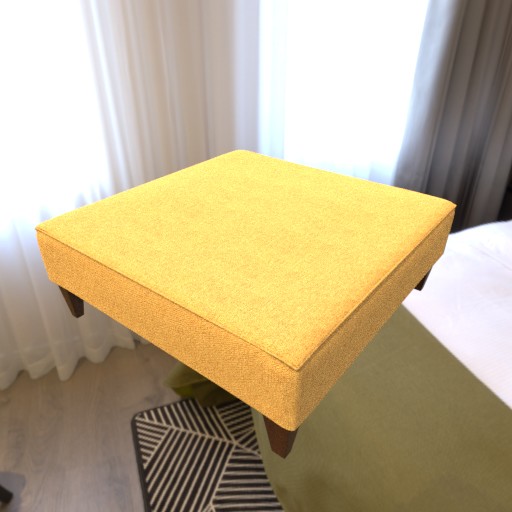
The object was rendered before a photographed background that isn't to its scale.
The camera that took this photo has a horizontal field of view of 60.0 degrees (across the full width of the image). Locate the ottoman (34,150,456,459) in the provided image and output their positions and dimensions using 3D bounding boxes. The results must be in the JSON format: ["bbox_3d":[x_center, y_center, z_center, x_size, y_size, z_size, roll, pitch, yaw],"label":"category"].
[{"bbox_3d":[0.000,0.000,1.489,0.970,0.378,0.981,22,37,32],"label":"ottoman"}]
